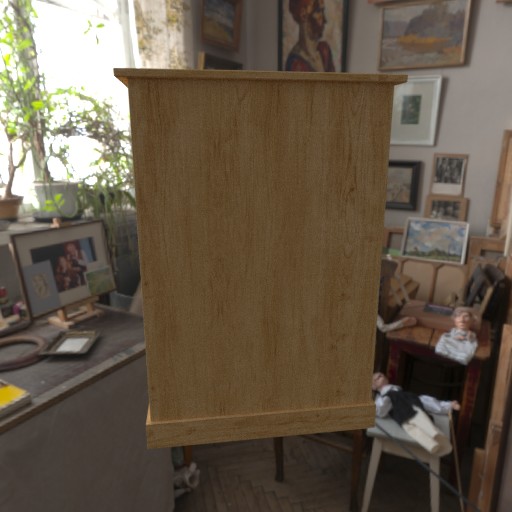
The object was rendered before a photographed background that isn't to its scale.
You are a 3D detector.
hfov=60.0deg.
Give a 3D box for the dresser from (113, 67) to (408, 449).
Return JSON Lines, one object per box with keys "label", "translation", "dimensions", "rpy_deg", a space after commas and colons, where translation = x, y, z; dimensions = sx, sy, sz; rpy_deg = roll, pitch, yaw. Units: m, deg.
{"label": "dresser", "translation": [0.000, 0.000, 1.749], "dimensions": [0.915, 1.300, 0.485], "rpy_deg": [-2, 15, -8]}
